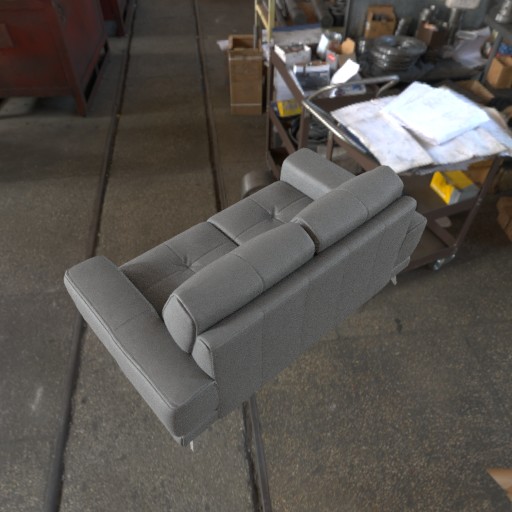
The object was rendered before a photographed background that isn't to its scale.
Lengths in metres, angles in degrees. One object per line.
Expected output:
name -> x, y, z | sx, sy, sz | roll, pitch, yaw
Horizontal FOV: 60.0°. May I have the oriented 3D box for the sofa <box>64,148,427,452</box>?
sofa -> 0.000, 0.000, 2.456 | 1.806, 0.907, 1.018 | -32, 54, -27
